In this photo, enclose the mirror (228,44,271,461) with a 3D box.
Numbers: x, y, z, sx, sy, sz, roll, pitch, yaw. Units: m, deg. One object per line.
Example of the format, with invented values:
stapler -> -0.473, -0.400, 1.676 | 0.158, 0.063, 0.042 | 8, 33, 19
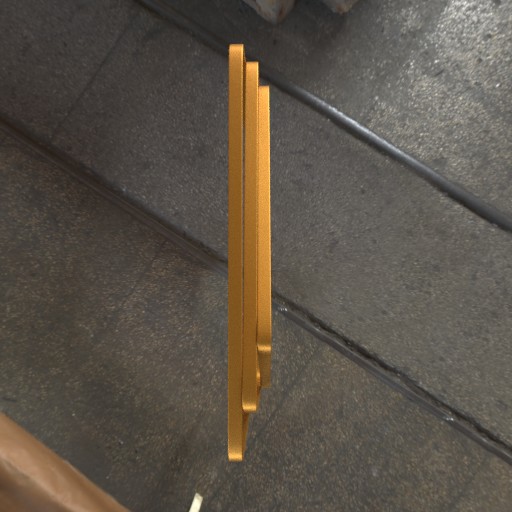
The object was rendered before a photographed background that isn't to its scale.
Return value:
mirror -> 0.000, 0.000, 0.699 | 0.045, 0.468, 0.470 | 0, 88, 2
